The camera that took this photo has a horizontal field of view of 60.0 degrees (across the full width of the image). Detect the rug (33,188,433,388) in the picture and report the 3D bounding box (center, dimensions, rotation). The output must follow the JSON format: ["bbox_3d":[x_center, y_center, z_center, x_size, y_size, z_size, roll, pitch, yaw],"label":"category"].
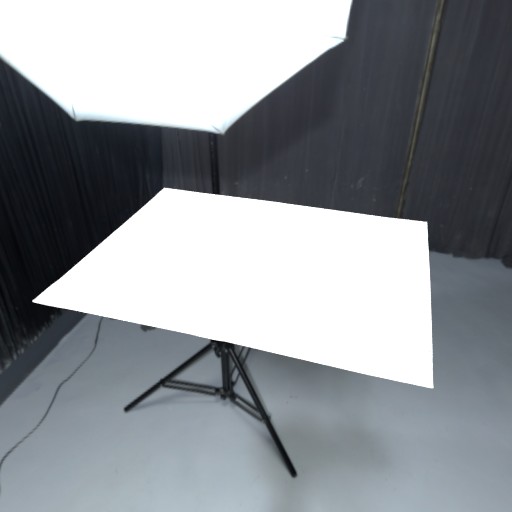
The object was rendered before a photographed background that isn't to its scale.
[{"bbox_3d":[0.000,0.000,5.063,3.778,0.053,2.873,9,33,14],"label":"rug"}]
